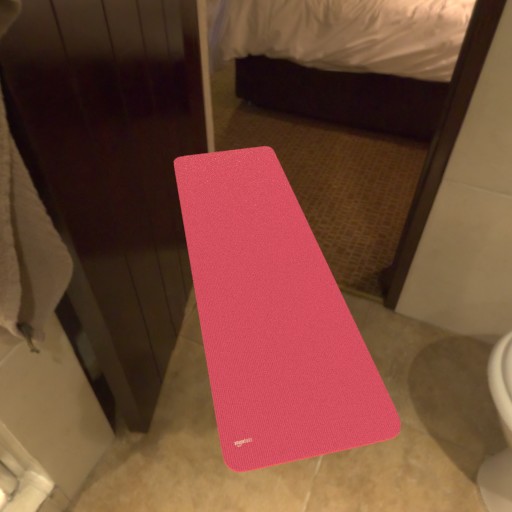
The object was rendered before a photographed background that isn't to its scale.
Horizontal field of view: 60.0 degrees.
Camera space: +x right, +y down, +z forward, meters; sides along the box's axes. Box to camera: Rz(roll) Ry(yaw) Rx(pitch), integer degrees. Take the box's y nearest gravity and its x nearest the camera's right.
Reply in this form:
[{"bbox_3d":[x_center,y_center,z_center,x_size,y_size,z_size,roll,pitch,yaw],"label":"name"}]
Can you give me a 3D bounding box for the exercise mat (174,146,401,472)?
[{"bbox_3d":[0.000,0.000,2.092,0.616,0.021,1.884,-9,45,-9],"label":"exercise mat"}]
